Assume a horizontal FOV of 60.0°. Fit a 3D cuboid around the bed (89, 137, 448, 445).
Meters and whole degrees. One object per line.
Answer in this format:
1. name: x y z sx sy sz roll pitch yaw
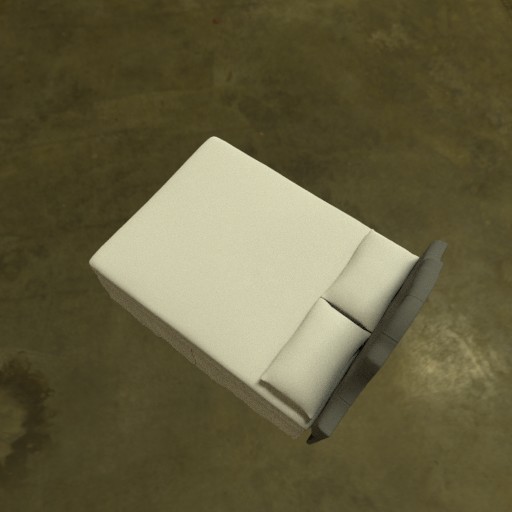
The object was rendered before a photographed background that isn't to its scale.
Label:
1. bed: 0.000 0.000 3.260 2.155 1.575 1.636 34 69 15
